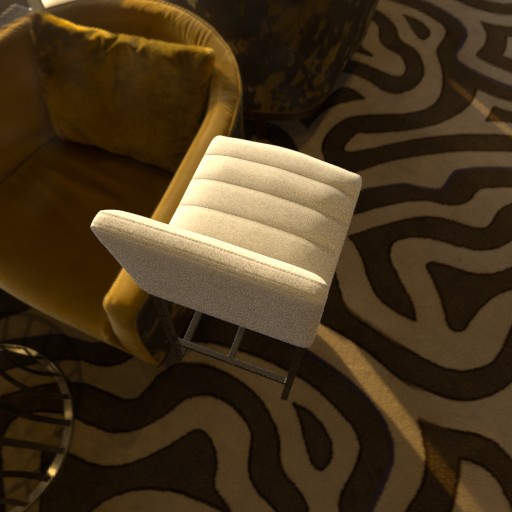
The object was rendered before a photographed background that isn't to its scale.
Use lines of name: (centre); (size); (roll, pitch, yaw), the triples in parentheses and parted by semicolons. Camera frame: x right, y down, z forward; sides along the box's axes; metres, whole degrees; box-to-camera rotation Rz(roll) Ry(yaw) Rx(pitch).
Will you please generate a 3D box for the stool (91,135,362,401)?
stool: (0.000, 0.000, 1.295); (0.459, 0.971, 0.567); (18, 64, 9)
